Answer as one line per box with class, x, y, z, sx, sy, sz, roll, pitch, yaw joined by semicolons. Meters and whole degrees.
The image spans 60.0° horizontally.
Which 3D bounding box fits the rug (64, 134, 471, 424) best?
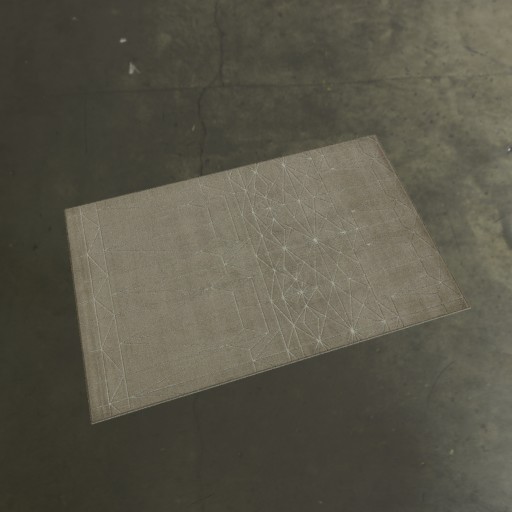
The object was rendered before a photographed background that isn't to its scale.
rug;0.000;0.000;3.032;2.438;0.012;1.524;-15;64;-7
